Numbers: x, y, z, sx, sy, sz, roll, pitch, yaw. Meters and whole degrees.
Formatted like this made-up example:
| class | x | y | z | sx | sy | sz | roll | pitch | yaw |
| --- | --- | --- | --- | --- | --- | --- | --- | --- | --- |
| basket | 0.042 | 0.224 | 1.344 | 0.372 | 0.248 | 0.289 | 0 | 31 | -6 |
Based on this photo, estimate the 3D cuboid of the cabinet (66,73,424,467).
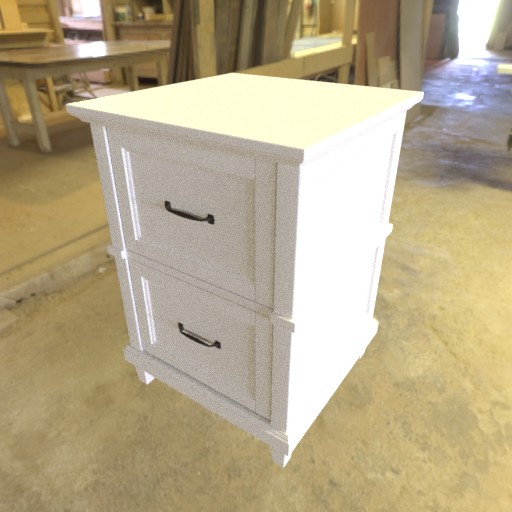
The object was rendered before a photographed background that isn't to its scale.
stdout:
| class | x | y | z | sx | sy | sz | roll | pitch | yaw |
| --- | --- | --- | --- | --- | --- | --- | --- | --- | --- |
| cabinet | 0.000 | 0.000 | 1.133 | 0.544 | 0.775 | 0.547 | 19 | 35 | 30 |
